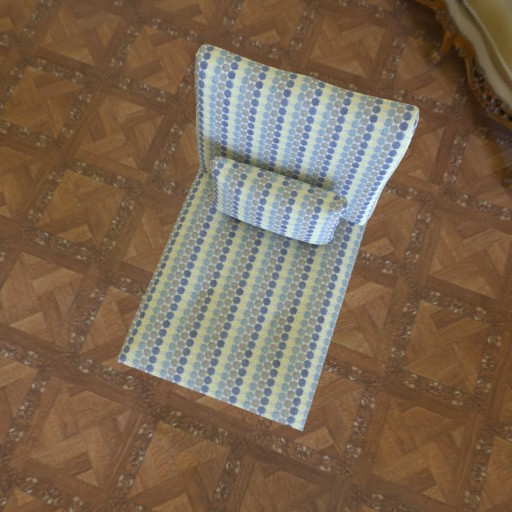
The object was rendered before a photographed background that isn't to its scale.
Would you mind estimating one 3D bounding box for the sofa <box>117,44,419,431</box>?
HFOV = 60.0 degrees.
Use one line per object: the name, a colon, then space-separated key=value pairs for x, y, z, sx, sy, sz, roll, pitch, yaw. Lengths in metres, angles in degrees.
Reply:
sofa: x=0.000 y=0.000 z=1.546 sx=0.700 sy=0.820 sz=1.000 roll=19 pitch=75 yaw=5
